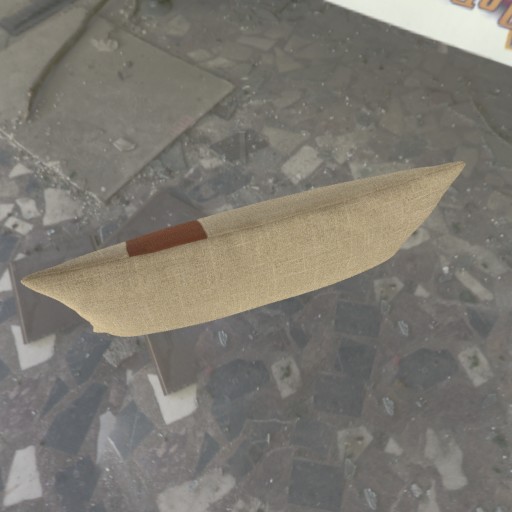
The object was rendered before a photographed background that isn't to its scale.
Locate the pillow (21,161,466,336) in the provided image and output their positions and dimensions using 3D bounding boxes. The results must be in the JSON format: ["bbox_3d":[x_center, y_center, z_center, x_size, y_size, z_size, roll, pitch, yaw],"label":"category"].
[{"bbox_3d":[0.000,0.000,0.714,0.612,0.282,0.155,-16,60,-9],"label":"pillow"}]
